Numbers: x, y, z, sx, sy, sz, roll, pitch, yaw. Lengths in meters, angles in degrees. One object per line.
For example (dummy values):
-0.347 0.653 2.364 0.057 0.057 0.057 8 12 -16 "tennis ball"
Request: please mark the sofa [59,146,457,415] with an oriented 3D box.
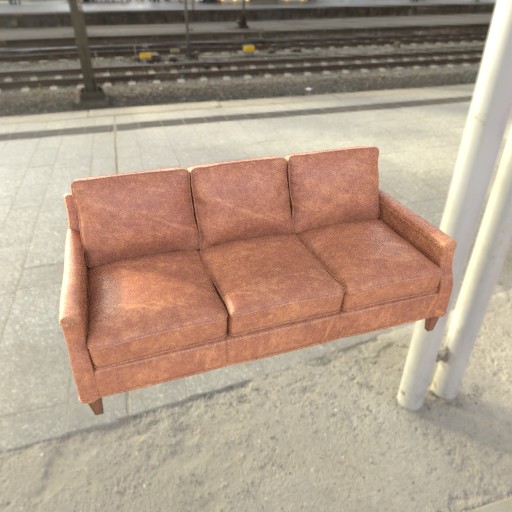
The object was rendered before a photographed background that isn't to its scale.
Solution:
0.000 0.000 2.783 2.246 1.003 1.084 -10 33 -16 "sofa"
